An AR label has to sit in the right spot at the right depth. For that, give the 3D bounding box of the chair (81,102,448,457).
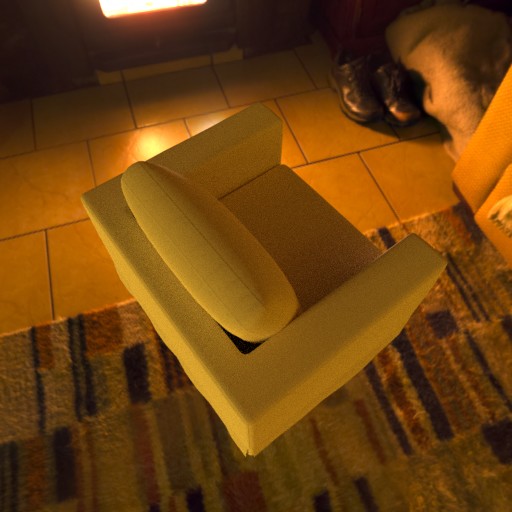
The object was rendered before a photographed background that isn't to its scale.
[{"bbox_3d":[0.000,0.000,1.862,0.957,0.878,1.150,-34,64,-19],"label":"chair"}]
